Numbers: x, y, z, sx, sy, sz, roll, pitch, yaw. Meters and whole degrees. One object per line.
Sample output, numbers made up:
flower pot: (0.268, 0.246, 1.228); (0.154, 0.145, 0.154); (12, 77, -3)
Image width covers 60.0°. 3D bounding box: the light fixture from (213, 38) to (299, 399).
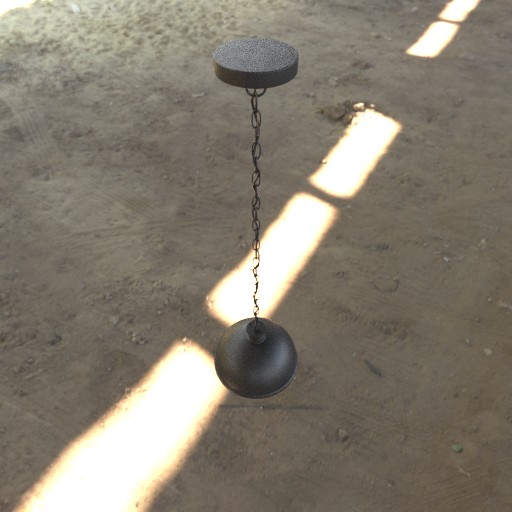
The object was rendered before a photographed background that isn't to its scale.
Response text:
light fixture: (0.000, 0.000, 1.223); (0.304, 1.090, 0.304); (-2, 46, -2)
